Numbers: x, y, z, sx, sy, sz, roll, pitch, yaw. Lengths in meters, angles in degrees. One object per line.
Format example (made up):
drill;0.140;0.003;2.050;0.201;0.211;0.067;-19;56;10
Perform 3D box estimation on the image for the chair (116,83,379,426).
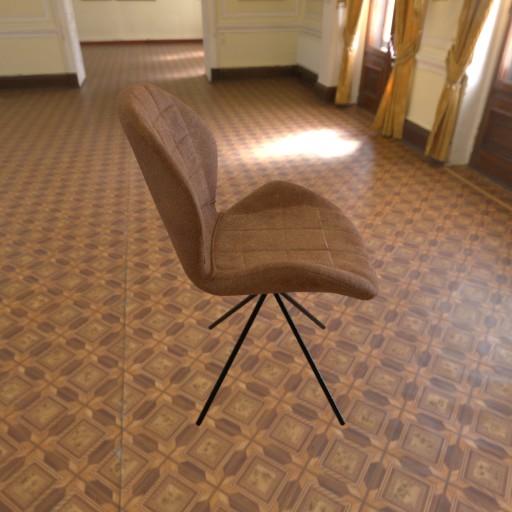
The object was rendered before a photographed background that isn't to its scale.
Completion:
chair;0.000;0.000;1.275;0.640;0.929;0.527;0;32;0
